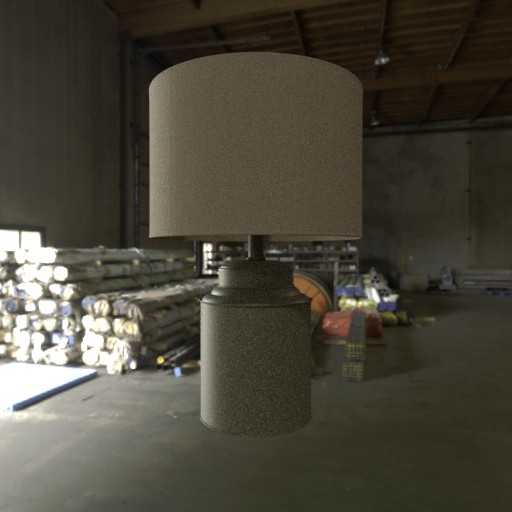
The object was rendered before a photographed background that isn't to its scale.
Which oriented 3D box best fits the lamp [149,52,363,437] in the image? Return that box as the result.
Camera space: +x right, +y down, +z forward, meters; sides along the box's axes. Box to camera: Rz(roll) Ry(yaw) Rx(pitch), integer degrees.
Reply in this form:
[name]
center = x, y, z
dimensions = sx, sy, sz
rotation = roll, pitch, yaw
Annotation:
[lamp]
center = 0.000, 0.000, 0.680
dimensions = 0.318, 0.486, 0.318
rotation = 0, 1, 0
